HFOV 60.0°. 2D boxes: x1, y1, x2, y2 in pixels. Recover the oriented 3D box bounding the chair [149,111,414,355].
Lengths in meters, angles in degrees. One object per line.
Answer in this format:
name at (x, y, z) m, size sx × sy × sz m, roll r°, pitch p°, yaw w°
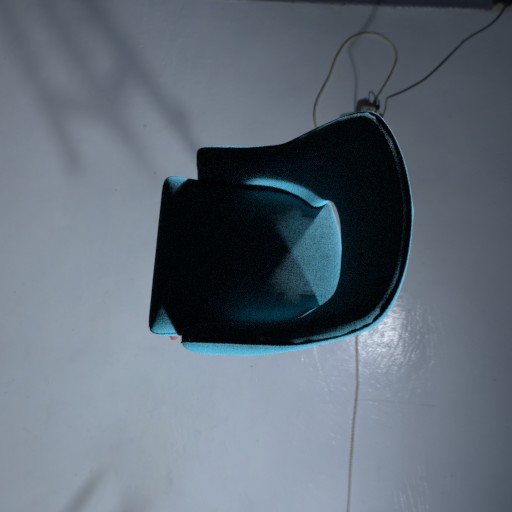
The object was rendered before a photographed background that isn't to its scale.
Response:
chair at (0.000, 0.000, 1.238) m, size 0.605 × 0.849 × 0.548 m, roll 3°, pitch 76°, yaw 1°
